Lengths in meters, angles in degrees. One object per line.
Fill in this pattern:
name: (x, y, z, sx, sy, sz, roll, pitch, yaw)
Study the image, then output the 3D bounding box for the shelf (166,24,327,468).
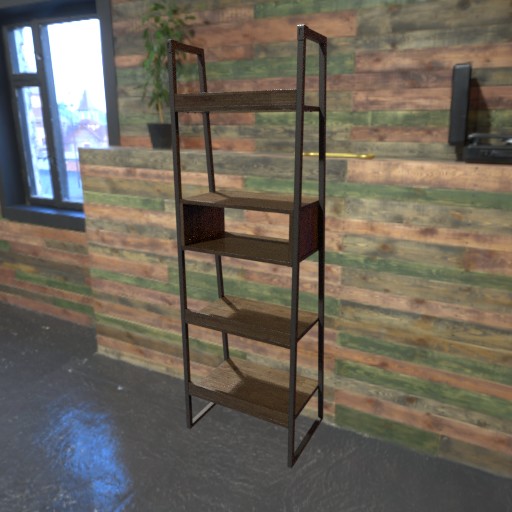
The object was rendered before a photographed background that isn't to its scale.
shelf: (0.000, 0.000, 2.266, 0.652, 2.005, 0.454, 9, 19, 27)
